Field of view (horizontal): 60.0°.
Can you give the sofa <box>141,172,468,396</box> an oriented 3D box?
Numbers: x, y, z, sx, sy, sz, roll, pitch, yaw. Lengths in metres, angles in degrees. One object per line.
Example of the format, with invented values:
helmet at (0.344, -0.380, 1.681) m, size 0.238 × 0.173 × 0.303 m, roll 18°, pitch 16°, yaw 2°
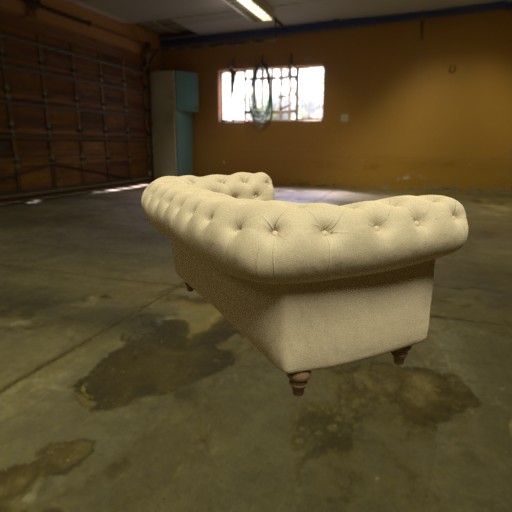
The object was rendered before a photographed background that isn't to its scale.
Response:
sofa at (0.000, 0.000, 2.538) m, size 1.069 × 0.835 × 1.988 m, roll -7°, pitch 16°, yaw -25°
